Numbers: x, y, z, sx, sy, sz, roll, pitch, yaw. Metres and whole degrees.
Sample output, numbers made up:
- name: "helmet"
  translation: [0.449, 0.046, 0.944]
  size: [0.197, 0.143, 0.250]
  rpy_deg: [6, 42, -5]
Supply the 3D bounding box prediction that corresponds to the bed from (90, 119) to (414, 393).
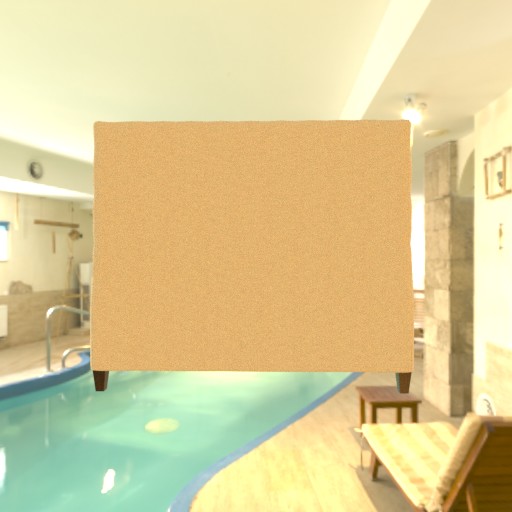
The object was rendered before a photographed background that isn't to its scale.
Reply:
- name: "bed"
  translation: [0.000, 0.000, 3.474]
  size: [1.698, 1.427, 2.387]
  rpy_deg: [0, 0, 1]
